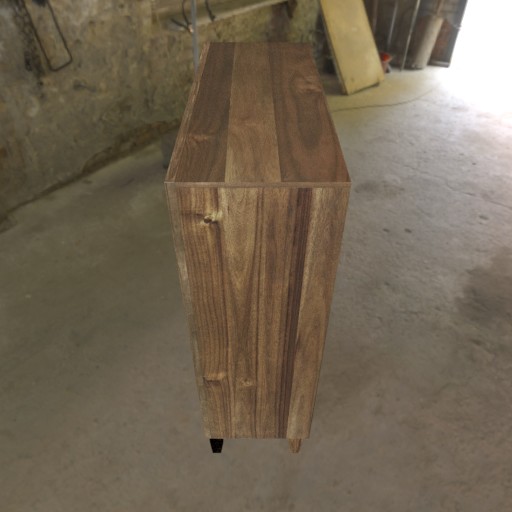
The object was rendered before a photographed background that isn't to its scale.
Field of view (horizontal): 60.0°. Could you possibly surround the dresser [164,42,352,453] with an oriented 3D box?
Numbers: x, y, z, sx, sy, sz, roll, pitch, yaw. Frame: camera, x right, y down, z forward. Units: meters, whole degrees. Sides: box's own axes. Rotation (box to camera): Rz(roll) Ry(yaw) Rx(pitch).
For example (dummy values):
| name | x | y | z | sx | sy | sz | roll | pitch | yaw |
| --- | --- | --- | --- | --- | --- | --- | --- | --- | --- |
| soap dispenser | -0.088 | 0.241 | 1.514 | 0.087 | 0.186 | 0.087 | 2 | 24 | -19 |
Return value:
| name | x | y | z | sx | sy | sz | roll | pitch | yaw |
| --- | --- | --- | --- | --- | --- | --- | --- | --- | --- |
| dresser | 0.000 | 0.000 | 1.874 | 0.442 | 1.393 | 1.062 | 0 | 42 | 0 |
